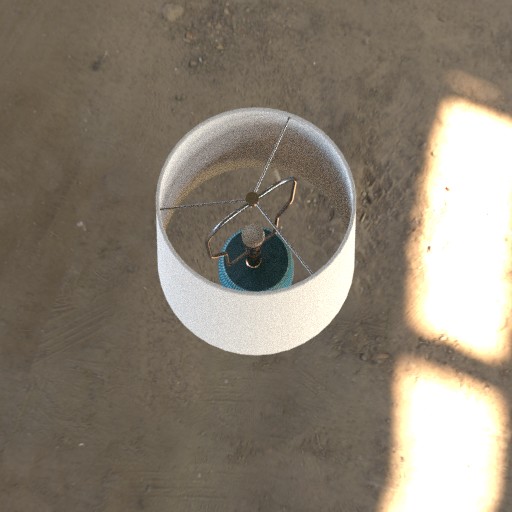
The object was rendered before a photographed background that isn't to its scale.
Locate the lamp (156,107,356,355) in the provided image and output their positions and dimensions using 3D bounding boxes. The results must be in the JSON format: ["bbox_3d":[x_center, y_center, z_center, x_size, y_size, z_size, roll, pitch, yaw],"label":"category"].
[{"bbox_3d":[0.000,0.000,0.809,0.355,0.582,0.355,0,76,0],"label":"lamp"}]
